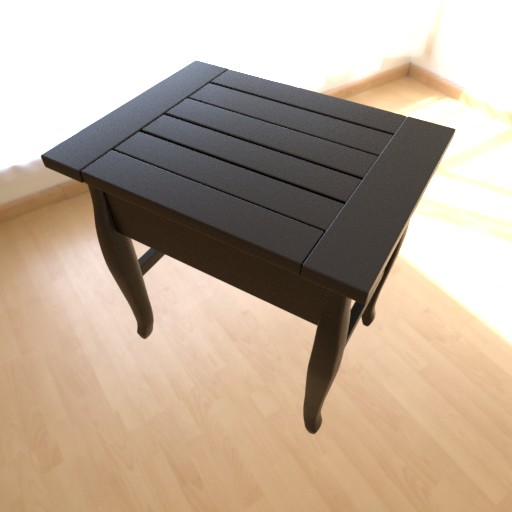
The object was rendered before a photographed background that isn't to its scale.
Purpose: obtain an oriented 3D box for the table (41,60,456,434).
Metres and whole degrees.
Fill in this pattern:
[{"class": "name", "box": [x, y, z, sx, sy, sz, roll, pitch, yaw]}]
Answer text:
[{"class": "table", "box": [0.000, 0.000, 1.019, 0.602, 0.604, 0.460, 23, 51, 21]}]
